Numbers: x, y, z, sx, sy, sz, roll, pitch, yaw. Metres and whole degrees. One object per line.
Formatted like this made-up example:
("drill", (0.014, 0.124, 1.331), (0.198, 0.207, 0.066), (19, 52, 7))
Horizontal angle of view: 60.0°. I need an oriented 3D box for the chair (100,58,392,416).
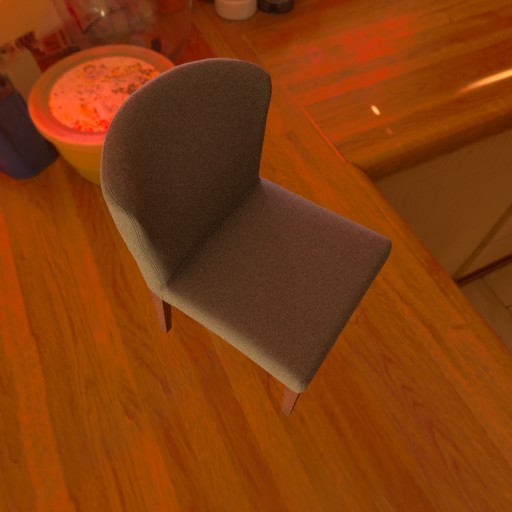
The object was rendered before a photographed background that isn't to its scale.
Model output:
("chair", (0.000, 0.000, 1.193), (0.592, 0.839, 0.491), (30, 64, 17))
